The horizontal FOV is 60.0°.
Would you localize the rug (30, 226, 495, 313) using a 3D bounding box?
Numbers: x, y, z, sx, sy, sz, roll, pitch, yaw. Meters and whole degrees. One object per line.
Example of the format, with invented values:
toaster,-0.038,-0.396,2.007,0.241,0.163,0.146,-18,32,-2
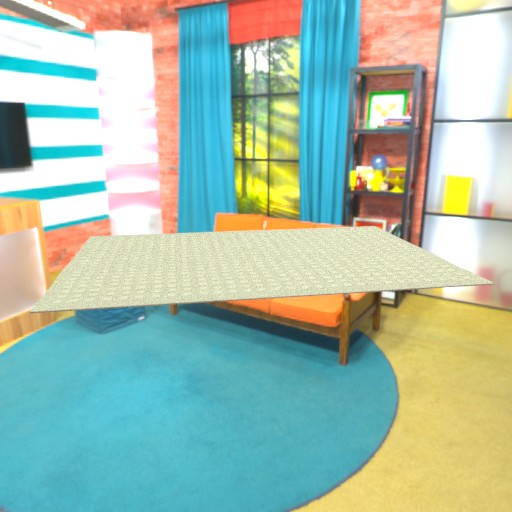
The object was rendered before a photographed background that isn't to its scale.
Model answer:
rug,0.000,0.000,2.168,1.747,0.006,1.143,-3,16,-9
